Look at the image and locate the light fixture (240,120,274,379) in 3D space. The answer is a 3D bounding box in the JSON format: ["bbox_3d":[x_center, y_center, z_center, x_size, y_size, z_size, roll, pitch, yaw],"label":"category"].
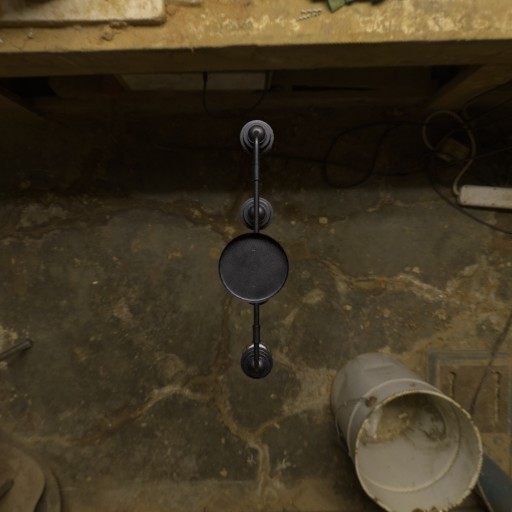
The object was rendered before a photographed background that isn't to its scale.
[{"bbox_3d":[0.000,0.000,1.213,0.131,0.785,0.852,0,93,1],"label":"light fixture"}]
